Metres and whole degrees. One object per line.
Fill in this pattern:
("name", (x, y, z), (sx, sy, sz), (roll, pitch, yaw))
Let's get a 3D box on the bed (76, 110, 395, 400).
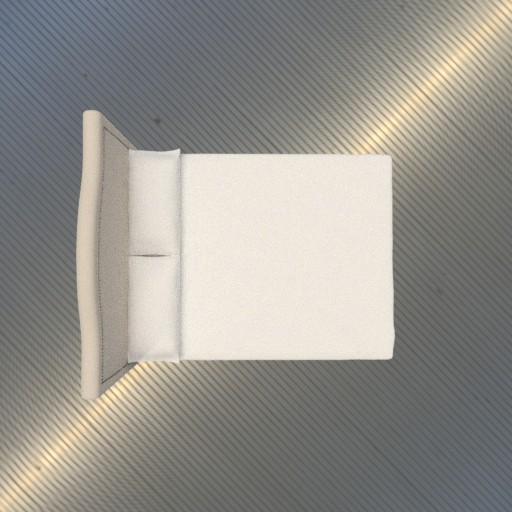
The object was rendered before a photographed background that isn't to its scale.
("bed", (0.000, 0.000, 3.310), (2.143, 1.460, 1.753), (0, 89, -1))
